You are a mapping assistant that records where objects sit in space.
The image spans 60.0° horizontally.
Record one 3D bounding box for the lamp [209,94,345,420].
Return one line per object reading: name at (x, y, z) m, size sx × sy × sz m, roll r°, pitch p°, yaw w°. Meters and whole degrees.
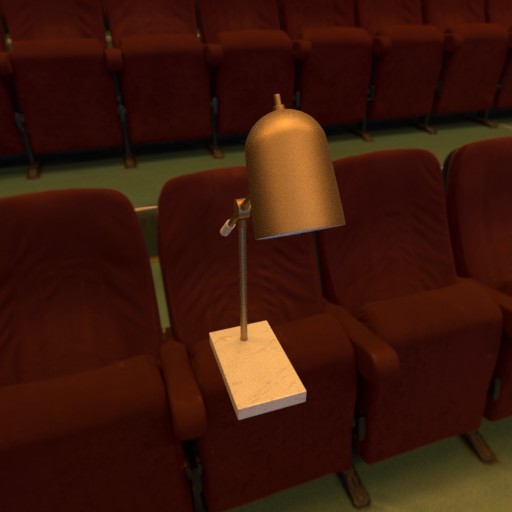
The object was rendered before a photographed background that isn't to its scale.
lamp at (0.000, 0.000, 0.818) m, size 0.144 × 0.603 × 0.471 m, roll -10°, pitch 32°, yaw -16°
